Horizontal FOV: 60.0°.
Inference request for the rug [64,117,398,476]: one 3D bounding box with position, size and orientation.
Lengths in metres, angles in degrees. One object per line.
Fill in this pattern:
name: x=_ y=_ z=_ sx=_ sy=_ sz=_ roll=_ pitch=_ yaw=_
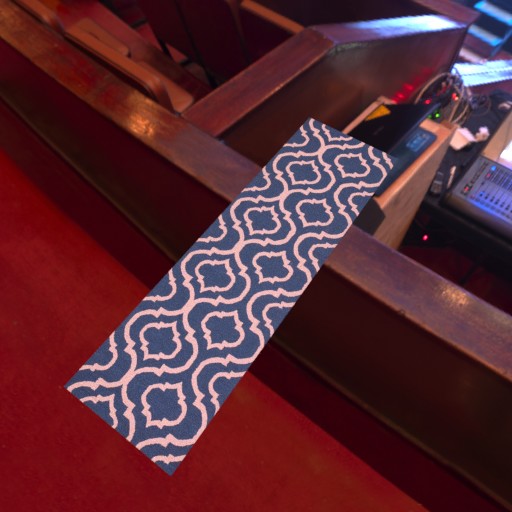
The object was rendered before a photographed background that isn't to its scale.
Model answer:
rug: x=0.000 y=0.000 z=2.548 sx=0.685 sy=0.006 sz=2.296 roll=31 pitch=64 yaw=17
